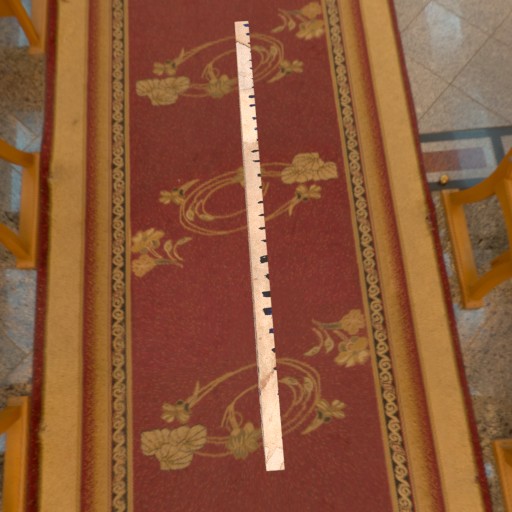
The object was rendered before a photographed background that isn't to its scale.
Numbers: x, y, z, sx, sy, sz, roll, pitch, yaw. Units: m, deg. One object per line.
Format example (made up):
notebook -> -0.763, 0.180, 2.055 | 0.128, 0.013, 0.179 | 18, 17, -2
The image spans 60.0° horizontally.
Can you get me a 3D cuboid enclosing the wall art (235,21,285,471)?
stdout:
wall art -> 0.000, 0.000, 1.157 | 0.030, 0.609, 0.919 | -4, 74, -1
